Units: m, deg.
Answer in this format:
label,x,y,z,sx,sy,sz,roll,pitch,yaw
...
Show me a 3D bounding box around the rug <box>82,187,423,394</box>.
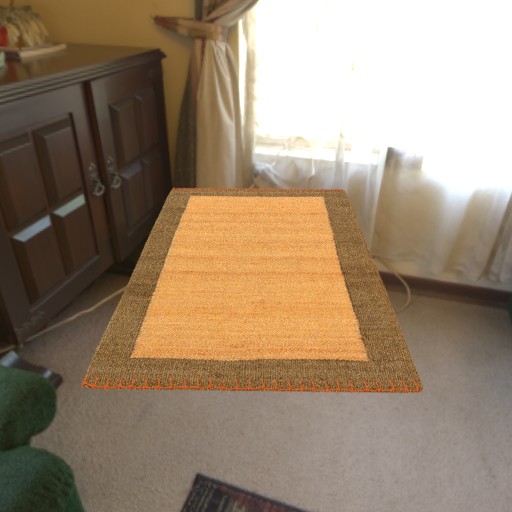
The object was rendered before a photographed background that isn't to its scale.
label,x,y,z,sx,sy,sz,roll,pitch,yaw
rug,0.000,0.000,2.329,1.220,0.019,1.838,1,31,1
